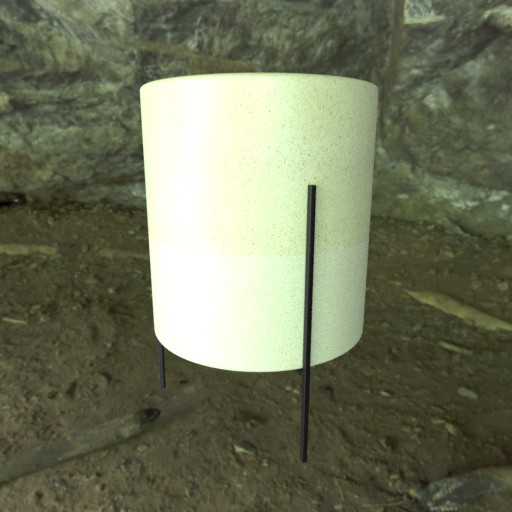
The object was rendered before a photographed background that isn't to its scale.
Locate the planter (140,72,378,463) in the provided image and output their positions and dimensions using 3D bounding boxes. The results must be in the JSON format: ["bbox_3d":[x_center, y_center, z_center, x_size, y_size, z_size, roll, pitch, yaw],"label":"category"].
[{"bbox_3d":[0.000,0.000,0.681,0.333,0.483,0.324,2,15,9],"label":"planter"}]
